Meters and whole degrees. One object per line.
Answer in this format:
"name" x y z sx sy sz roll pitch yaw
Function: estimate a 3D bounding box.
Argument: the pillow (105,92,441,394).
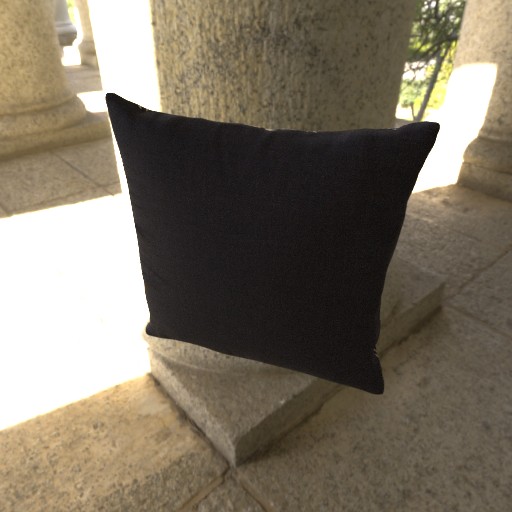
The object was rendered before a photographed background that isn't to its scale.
"pillow" 0.000 0.000 0.653 0.432 0.432 0.139 11 34 16
